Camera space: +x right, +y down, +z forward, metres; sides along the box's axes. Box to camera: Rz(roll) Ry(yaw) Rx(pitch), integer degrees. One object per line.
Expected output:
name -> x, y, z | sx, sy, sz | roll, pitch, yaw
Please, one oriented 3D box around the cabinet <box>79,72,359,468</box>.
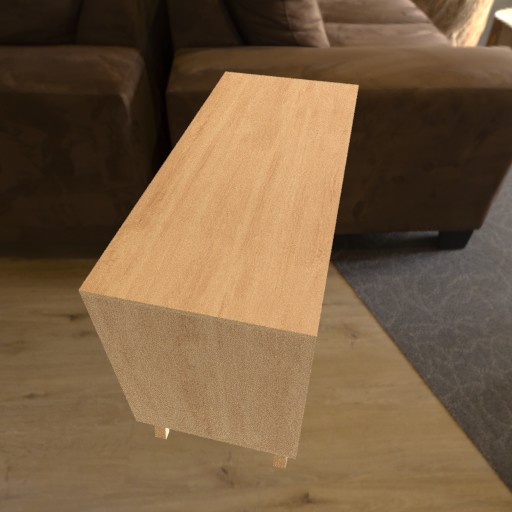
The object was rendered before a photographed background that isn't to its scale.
cabinet -> 0.000, 0.000, 1.542 | 0.500, 0.780, 1.110 | 10, 46, 9
